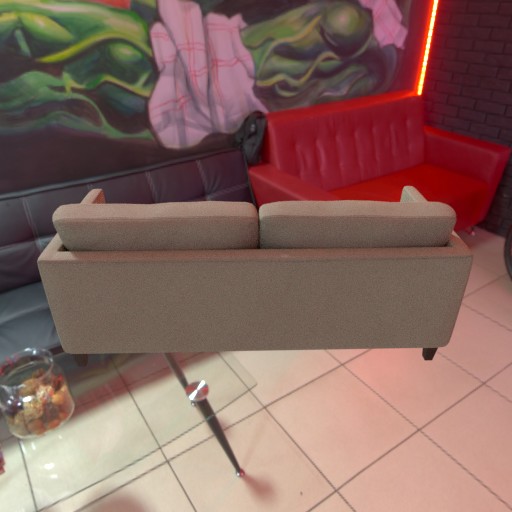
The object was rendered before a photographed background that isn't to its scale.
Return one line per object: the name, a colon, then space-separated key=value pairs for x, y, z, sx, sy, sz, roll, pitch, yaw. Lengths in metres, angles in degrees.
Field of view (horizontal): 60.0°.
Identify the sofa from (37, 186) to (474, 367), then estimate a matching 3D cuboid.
sofa: x=0.000 y=0.000 z=2.691 sx=2.181 sy=0.932 sz=0.948 roll=-1 pitch=31 yaw=-1
